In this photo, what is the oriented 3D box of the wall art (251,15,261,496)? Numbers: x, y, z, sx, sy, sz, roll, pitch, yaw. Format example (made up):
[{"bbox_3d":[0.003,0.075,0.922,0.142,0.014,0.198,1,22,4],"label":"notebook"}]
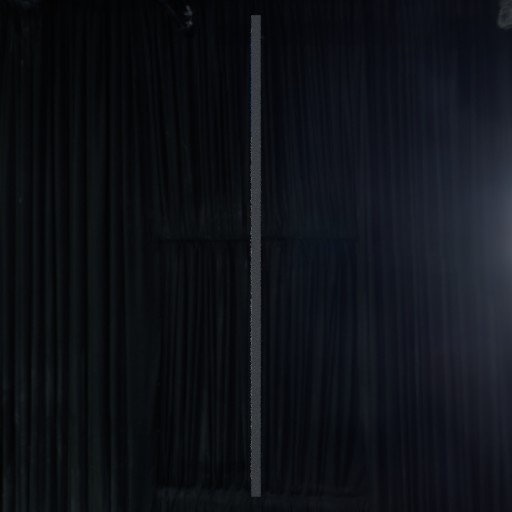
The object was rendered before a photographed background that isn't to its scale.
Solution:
[{"bbox_3d":[0.000,0.000,0.833,0.013,0.657,0.457,0,0,0],"label":"wall art"}]
